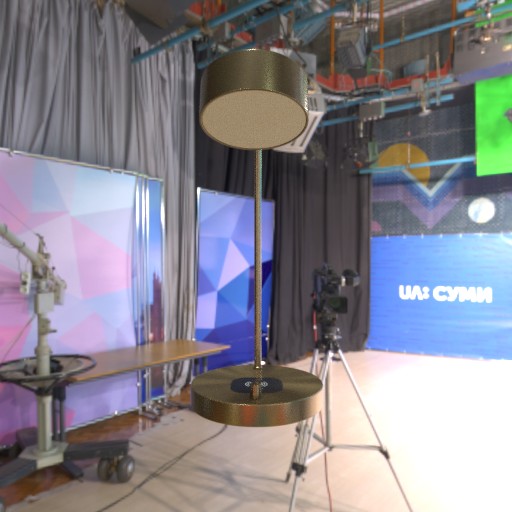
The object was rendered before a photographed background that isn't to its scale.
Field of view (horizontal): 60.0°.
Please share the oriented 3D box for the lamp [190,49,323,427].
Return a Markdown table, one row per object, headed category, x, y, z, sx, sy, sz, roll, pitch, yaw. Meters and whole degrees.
| category | x | y | z | sx | sy | sz | roll | pitch | yaw |
| --- | --- | --- | --- | --- | --- | --- | --- | --- | --- |
| lamp | 0.000 | 0.000 | 0.524 | 0.171 | 0.380 | 0.270 | 0 | 1 | 1 |
